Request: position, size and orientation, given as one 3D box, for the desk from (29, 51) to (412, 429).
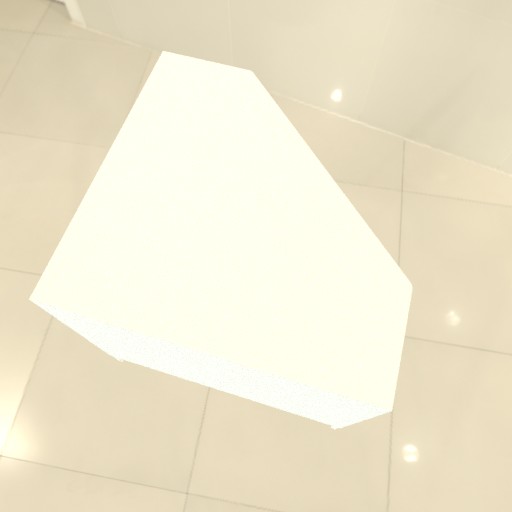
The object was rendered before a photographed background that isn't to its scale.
[{"bbox_3d":[0.000,0.000,1.639,0.940,0.818,0.926,15,67,7],"label":"desk"}]
